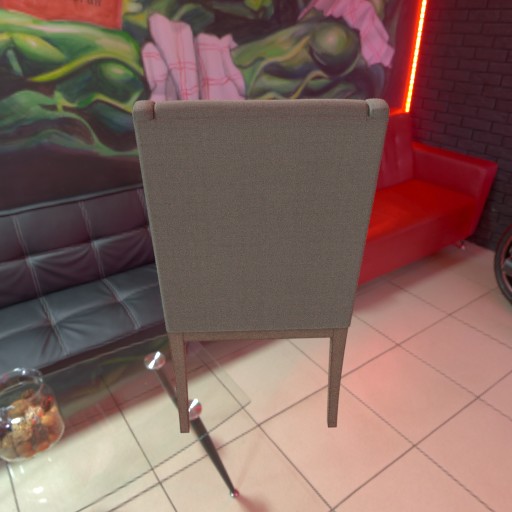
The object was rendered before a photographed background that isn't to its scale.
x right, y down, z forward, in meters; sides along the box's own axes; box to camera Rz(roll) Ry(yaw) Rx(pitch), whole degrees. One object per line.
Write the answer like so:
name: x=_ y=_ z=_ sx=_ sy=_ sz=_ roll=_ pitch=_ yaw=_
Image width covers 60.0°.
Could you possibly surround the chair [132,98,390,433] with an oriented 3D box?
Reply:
chair: x=0.000 y=0.000 z=1.389 sx=0.575 sy=1.021 sz=0.611 roll=-1 pitch=29 yaw=-2
